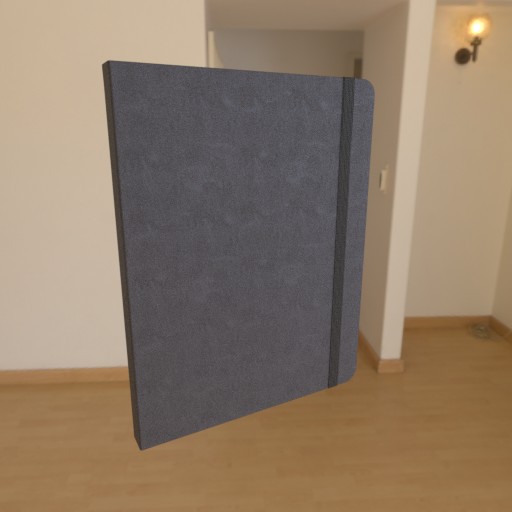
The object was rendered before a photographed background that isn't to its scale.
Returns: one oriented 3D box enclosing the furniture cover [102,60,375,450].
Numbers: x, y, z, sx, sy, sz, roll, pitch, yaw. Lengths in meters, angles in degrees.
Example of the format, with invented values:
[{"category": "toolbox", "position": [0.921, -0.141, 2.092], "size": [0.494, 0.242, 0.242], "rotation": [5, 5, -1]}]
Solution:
[{"category": "furniture cover", "position": [0.000, 0.000, 0.364], "size": [0.216, 0.281, 0.023], "rotation": [-8, 18, -28]}]
